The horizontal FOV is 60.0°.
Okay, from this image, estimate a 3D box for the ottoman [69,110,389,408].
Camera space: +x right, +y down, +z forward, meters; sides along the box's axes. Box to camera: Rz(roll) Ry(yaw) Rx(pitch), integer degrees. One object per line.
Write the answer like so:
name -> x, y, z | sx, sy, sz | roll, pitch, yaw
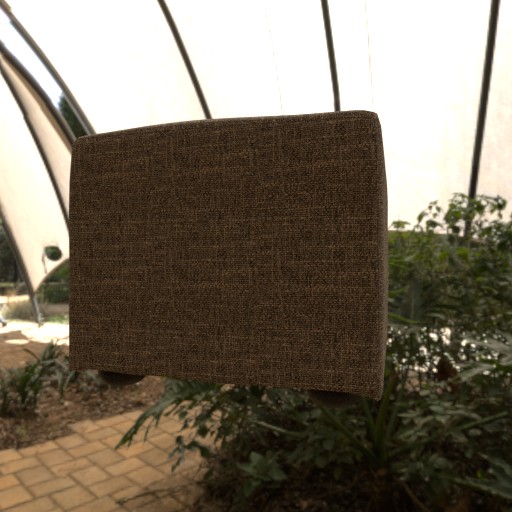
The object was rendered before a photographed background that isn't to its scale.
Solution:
ottoman -> 0.000, 0.000, 0.902 | 0.512, 0.453, 0.521 | 0, 0, 17
